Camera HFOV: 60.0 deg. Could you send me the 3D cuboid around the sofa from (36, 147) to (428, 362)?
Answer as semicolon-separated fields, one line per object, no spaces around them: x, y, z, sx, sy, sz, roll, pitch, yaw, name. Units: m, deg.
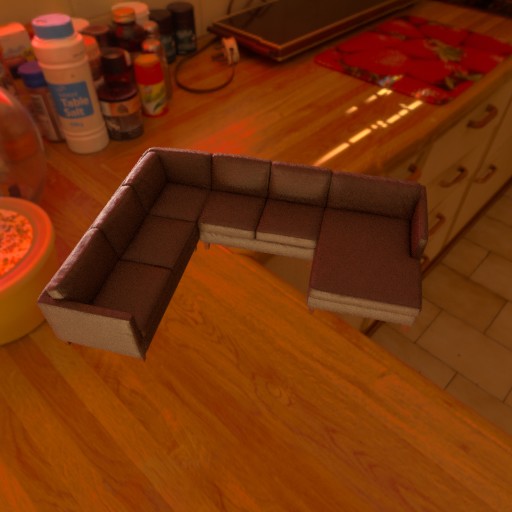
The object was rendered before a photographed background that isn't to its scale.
0.000;0.000;4.705;3.460;0.923;2.593;10;47;9;sofa
